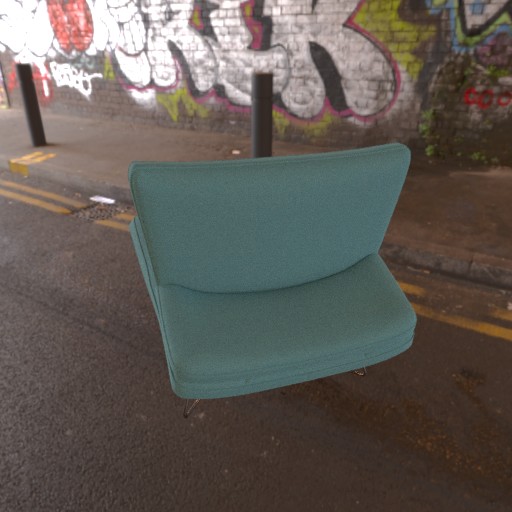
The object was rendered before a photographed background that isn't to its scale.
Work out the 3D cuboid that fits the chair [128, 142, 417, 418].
[{"bbox_3d":[0.000,0.000,1.635,0.859,0.855,1.008,-8,27,-16],"label":"chair"}]
